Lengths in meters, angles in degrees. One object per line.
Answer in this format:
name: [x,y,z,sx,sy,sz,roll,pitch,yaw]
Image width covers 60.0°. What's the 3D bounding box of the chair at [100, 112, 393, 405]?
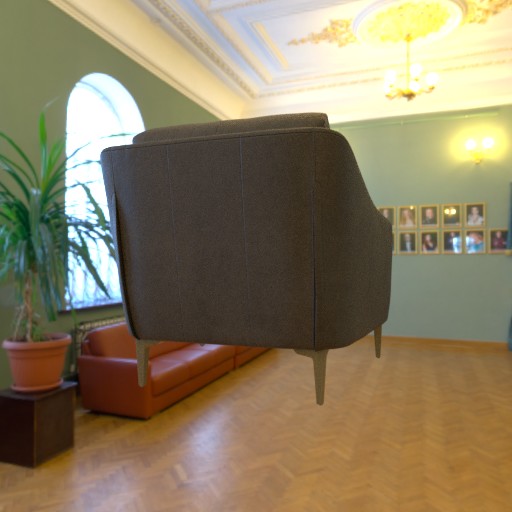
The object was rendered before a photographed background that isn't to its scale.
chair: [0.000,0.000,1.718,0.988,0.901,0.961,0,-1,19]
